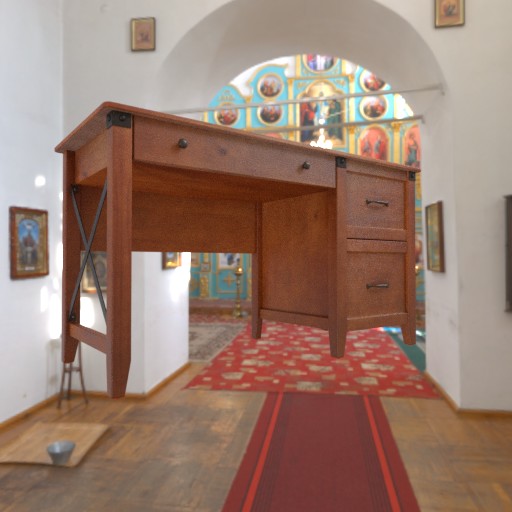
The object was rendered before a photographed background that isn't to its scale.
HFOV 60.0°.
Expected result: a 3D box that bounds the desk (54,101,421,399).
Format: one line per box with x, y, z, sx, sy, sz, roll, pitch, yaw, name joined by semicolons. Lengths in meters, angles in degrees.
0.000;0.000;1.727;1.353;0.756;0.574;1;-1;-36;desk
